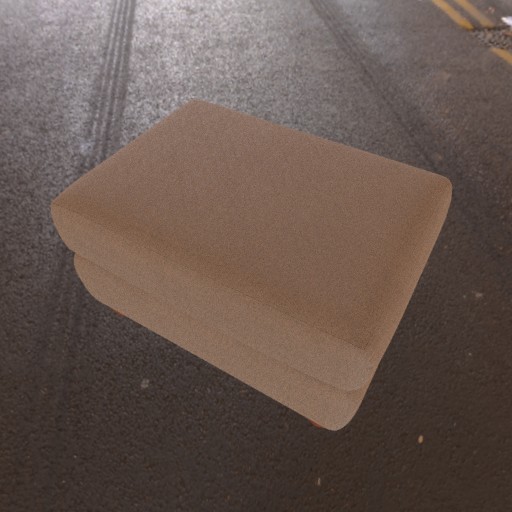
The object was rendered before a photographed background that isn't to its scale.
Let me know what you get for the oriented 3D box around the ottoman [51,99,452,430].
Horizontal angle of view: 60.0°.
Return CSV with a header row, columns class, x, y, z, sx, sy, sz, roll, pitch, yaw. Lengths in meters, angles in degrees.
class,x,y,z,sx,sy,sz,roll,pitch,yaw
ottoman,0.000,0.000,1.143,0.773,0.504,0.569,24,52,20
